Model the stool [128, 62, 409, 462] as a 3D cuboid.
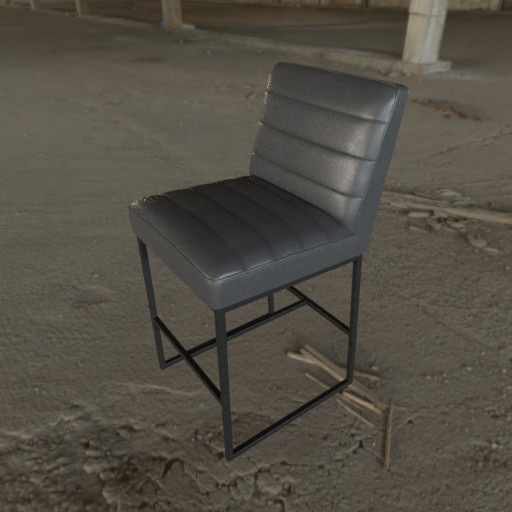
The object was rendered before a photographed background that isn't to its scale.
[{"bbox_3d":[0.000,0.000,1.251,0.552,0.938,0.457,-21,37,-30],"label":"stool"}]
